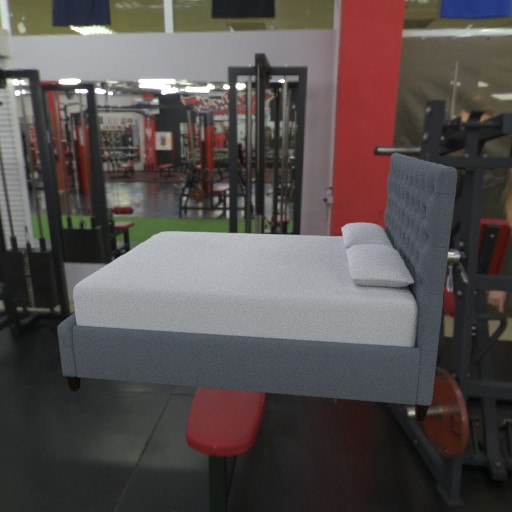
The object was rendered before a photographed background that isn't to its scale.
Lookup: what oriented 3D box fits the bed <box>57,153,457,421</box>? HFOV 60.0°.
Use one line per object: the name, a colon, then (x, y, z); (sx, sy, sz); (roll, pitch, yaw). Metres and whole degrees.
bed: (0.000, 0.000, 3.264); (2.231, 1.427, 1.698); (2, 16, 8)
